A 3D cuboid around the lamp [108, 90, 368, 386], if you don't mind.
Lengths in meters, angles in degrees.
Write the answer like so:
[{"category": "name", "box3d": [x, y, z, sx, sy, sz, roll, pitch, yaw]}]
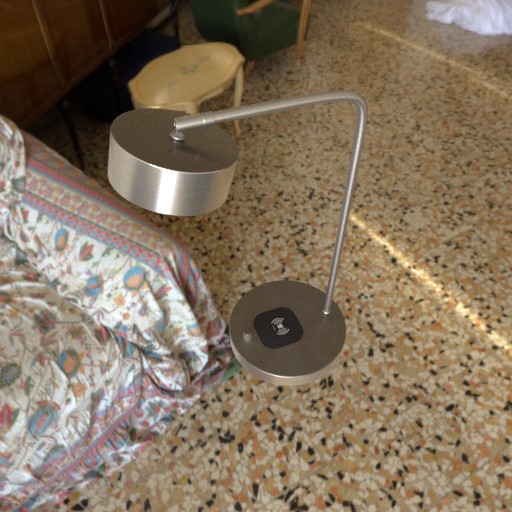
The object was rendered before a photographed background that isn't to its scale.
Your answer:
[{"category": "lamp", "box3d": [0.000, 0.000, 0.640, 0.334, 0.469, 0.211, -16, 48, -15]}]
